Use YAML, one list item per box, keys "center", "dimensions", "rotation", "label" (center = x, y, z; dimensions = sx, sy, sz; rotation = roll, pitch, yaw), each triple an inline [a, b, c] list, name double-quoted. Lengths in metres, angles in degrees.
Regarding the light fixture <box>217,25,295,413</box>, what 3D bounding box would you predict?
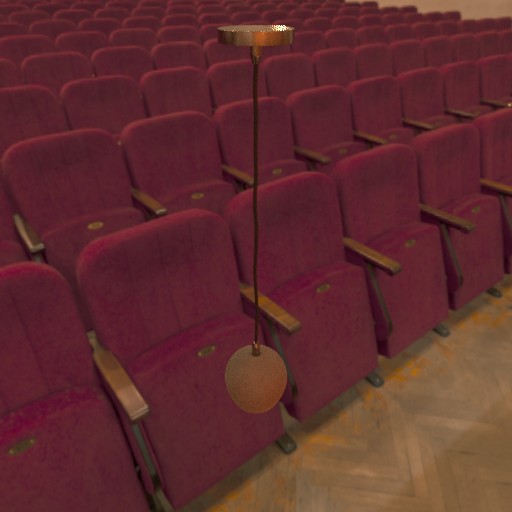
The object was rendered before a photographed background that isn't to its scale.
- center: [0.000, 0.000, 0.833]
  dimensions: [0.139, 0.764, 0.139]
  rotation: [-22, 38, -31]
  label: "light fixture"
